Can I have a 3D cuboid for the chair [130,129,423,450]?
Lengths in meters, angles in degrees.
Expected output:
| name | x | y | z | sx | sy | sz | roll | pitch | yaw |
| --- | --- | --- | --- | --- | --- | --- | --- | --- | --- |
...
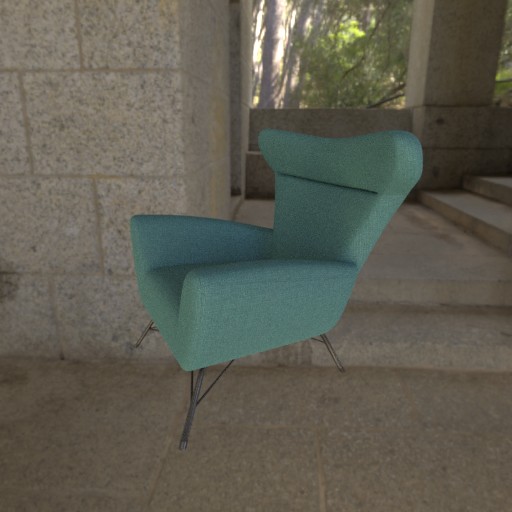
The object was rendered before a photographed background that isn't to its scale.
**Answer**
| name | x | y | z | sx | sy | sz | roll | pitch | yaw |
| --- | --- | --- | --- | --- | --- | --- | --- | --- | --- |
| chair | 0.000 | 0.000 | 1.784 | 0.900 | 0.980 | 1.050 | -8 | 18 | -24 |
